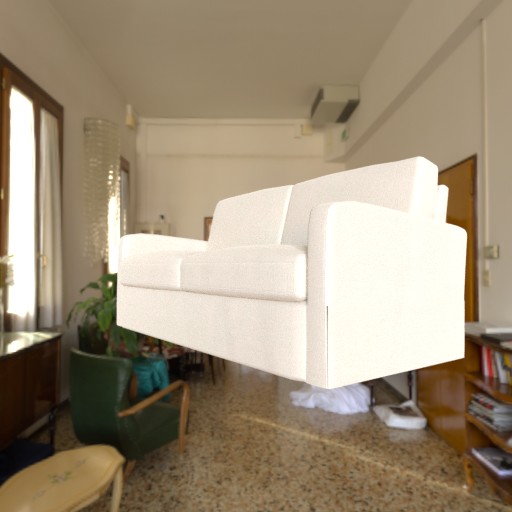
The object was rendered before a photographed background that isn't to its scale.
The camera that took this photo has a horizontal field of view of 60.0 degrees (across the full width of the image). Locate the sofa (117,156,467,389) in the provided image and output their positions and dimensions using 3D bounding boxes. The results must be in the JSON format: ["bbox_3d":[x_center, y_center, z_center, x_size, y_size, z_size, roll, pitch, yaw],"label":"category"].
[{"bbox_3d":[0.000,0.000,2.274,0.894,0.831,1.808,1,-2,-37],"label":"sofa"}]
